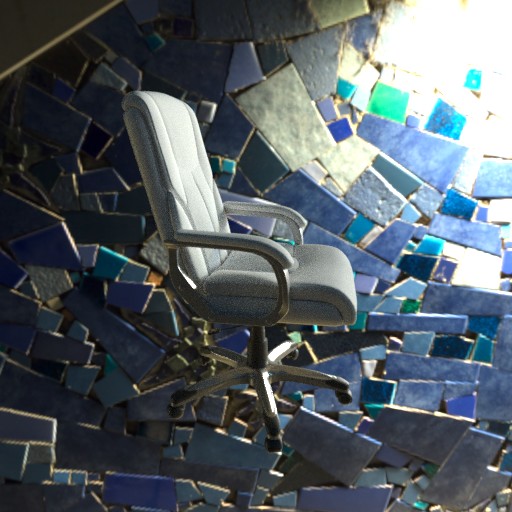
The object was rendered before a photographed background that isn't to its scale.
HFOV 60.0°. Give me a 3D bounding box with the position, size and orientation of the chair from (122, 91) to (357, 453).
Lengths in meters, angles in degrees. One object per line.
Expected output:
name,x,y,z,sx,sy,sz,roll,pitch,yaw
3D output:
chair,0.000,0.000,1.596,0.738,1.120,0.687,3,15,9
